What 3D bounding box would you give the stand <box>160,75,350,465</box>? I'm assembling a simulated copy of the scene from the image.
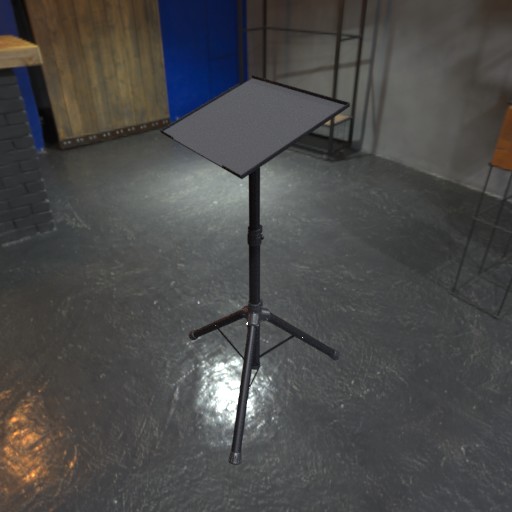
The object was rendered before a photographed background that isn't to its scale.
[{"bbox_3d":[0.000,0.000,1.661,0.702,1.198,0.702,-21,39,-29],"label":"stand"}]
